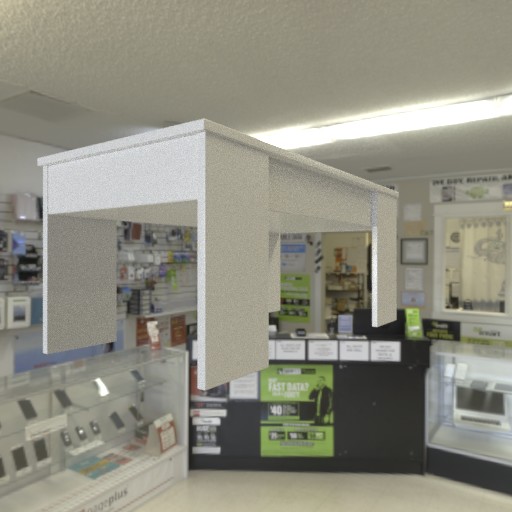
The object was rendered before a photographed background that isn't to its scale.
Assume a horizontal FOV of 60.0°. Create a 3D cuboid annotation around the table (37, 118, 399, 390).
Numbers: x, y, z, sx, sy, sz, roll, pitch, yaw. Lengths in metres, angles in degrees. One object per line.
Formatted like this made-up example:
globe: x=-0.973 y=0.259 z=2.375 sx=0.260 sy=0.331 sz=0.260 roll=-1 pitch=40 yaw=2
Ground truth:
table: x=0.000 y=0.000 z=1.261 sx=0.500 sy=0.440 sz=1.000 roll=0 pitch=0 yaw=35
